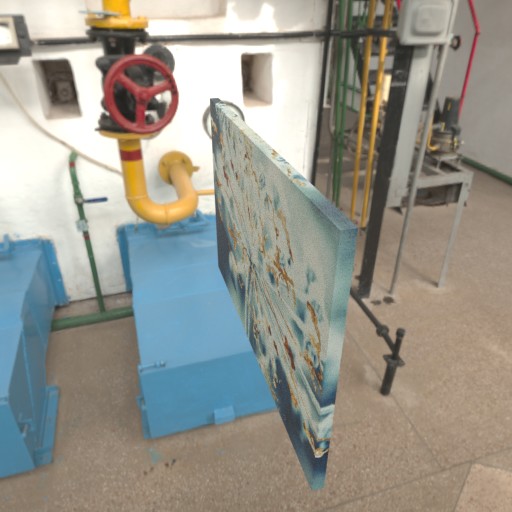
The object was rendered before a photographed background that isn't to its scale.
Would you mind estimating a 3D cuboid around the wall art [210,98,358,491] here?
[{"bbox_3d":[0.000,0.000,1.425,0.035,0.759,1.138,-9,32,-14],"label":"wall art"}]
